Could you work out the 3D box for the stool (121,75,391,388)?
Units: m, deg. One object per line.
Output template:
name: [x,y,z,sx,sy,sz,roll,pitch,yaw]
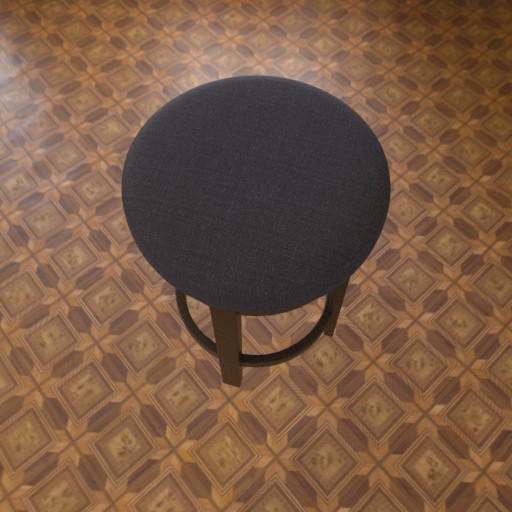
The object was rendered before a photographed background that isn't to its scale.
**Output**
stool: [0.000,0.000,0.963,0.449,0.655,0.449,0,63,0]
